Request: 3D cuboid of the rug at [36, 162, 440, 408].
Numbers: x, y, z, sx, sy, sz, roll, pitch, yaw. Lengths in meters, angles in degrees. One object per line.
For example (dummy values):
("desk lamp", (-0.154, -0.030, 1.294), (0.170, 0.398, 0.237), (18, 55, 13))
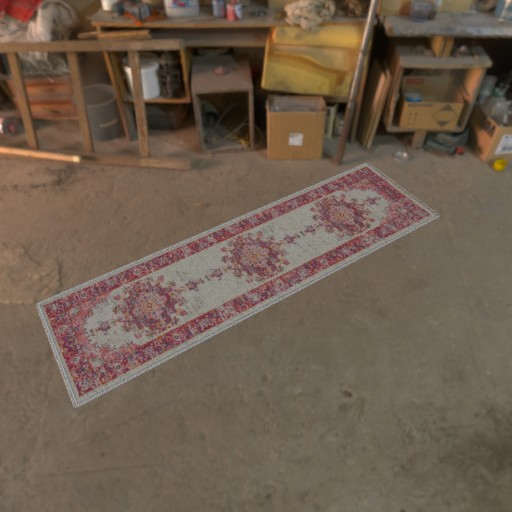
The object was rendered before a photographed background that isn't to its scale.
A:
("rug", (0.000, 0.000, 2.526), (2.294, 0.011, 0.666), (-25, 52, -21))
